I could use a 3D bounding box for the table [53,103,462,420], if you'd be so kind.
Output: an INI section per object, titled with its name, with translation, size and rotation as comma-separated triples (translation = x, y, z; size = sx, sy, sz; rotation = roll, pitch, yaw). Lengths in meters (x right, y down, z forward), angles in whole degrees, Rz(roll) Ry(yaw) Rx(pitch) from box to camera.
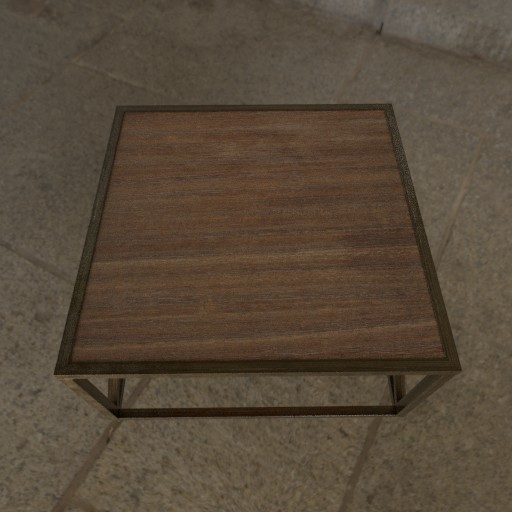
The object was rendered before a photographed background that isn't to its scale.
[table]
translation = 0.000, 0.000, 1.414
size = 0.909, 0.451, 0.899
rotation = -1, 58, 0
